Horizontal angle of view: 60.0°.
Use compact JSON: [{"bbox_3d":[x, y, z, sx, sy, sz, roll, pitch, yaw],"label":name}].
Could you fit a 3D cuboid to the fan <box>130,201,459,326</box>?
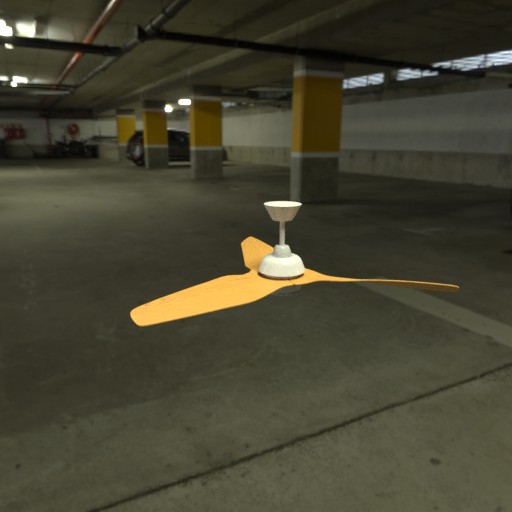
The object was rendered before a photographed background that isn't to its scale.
[{"bbox_3d":[0.000,0.000,1.633,1.142,0.355,1.010,14,20,43],"label":"fan"}]
